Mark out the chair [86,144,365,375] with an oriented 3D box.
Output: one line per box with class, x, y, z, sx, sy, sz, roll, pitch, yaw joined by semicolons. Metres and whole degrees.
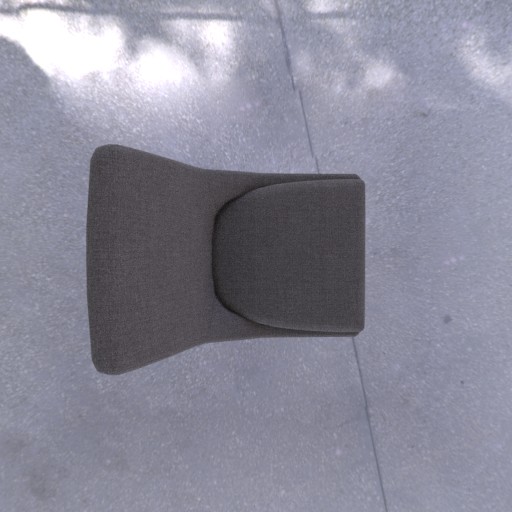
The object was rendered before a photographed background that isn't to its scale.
chair;0.000;0.000;1.317;0.655;0.952;0.508;0;91;0
